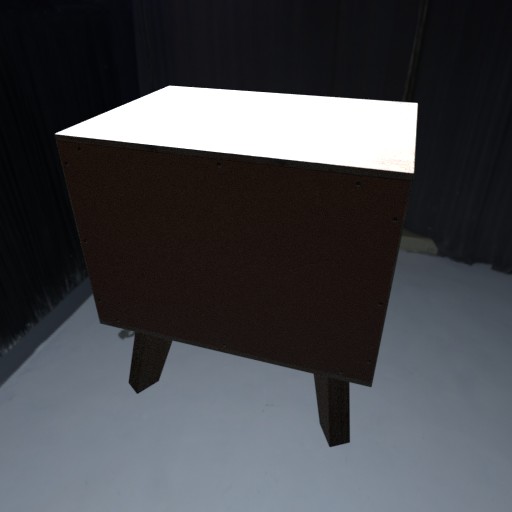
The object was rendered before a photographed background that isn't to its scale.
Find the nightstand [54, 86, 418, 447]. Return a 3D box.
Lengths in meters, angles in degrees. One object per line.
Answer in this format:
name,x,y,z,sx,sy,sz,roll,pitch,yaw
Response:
nightstand,0.000,0.000,0.952,0.552,0.589,0.396,10,33,15
